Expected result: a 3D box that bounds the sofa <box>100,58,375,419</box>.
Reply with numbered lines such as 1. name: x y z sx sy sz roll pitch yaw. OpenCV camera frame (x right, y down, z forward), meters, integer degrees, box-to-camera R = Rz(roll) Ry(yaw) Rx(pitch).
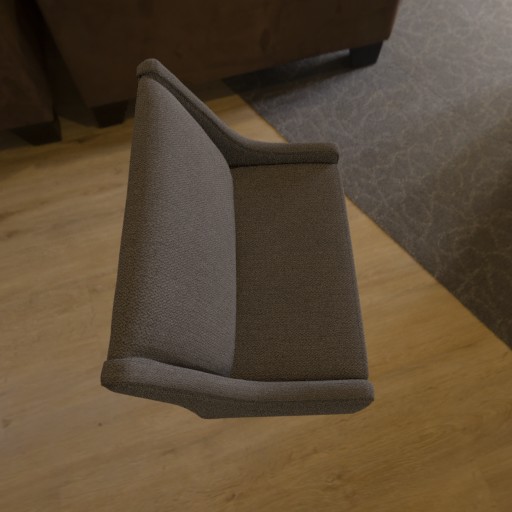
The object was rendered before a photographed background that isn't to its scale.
1. sofa: 0.000 0.000 1.873 0.873 1.022 1.242 -2 64 -1
